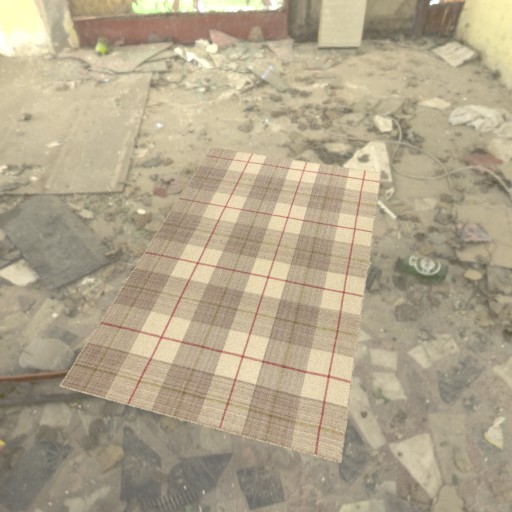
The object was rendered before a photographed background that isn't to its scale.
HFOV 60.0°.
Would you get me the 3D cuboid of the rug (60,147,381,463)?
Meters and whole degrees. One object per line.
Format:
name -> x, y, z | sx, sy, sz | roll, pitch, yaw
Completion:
rug -> 0.000, 0.000, 3.095 | 1.549, 0.010, 2.464 | 11, 47, 11
